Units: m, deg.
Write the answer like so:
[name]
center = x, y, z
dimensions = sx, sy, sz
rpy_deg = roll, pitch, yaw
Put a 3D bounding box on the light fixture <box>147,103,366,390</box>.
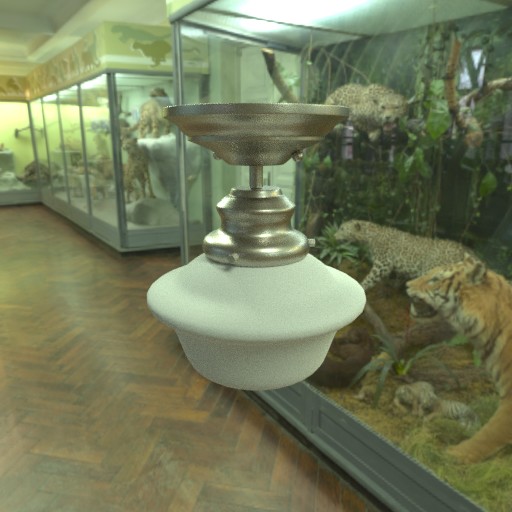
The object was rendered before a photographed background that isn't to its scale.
[light fixture]
center = 0.000, 0.000, 0.403
dimensions = 0.199, 0.254, 0.199
rpy_deg = 0, 15, 0
